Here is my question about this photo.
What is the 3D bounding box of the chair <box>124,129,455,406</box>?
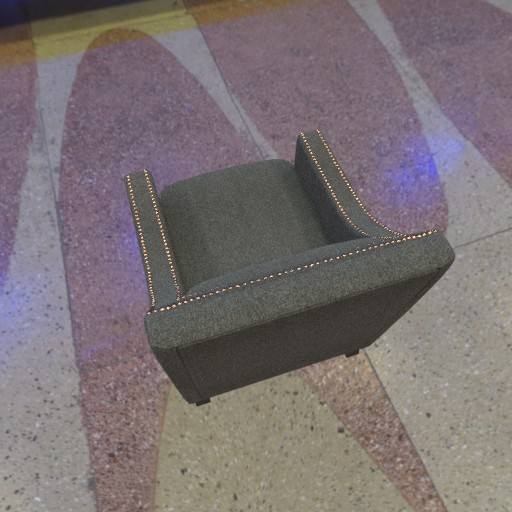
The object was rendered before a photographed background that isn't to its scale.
[{"bbox_3d":[0.000,0.000,1.629,0.776,0.967,0.884,-15,60,-9],"label":"chair"}]
